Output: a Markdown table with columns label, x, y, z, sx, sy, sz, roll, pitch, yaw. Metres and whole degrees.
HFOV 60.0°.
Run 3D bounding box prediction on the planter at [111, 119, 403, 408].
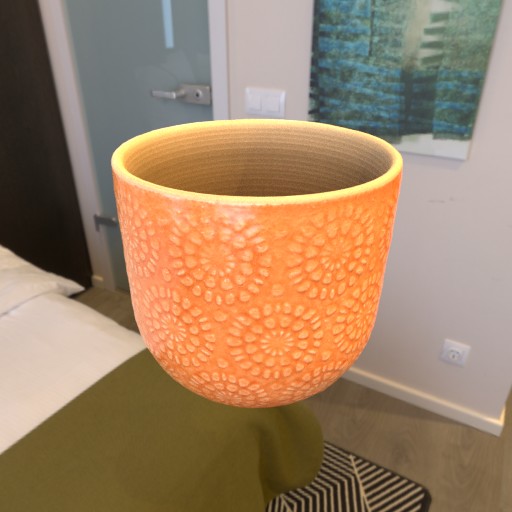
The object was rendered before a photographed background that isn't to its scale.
| label | x | y | z | sx | sy | sz | roll | pitch | yaw |
| --- | --- | --- | --- | --- | --- | --- | --- | --- | --- |
| planter | 0.000 | 0.000 | 0.295 | 0.170 | 0.152 | 0.170 | 0 | 29 | 0 |
